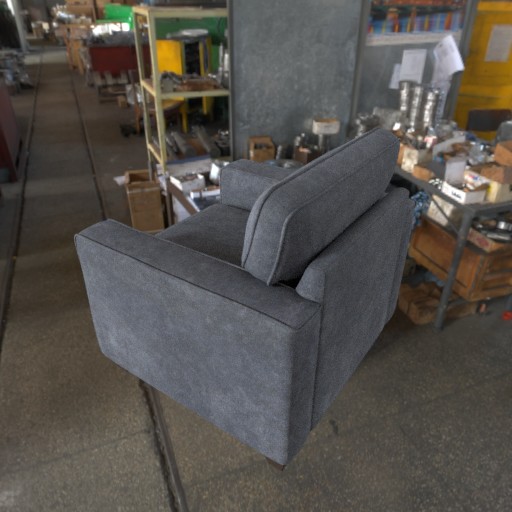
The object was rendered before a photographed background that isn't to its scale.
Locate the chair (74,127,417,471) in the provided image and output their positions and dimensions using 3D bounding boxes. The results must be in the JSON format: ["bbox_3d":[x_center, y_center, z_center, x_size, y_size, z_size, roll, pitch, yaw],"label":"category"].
[{"bbox_3d":[0.000,0.000,1.776,0.939,0.965,1.015,20,36,29],"label":"chair"}]
